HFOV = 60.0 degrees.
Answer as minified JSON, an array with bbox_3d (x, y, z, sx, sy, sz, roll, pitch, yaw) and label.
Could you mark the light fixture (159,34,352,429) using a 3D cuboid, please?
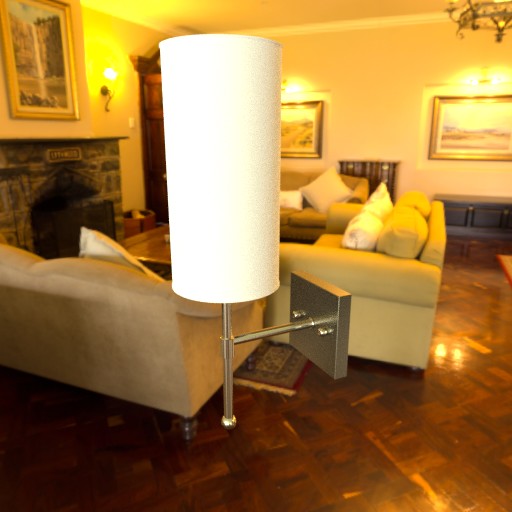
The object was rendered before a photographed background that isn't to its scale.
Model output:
[{"bbox_3d":[0.000,0.000,0.541,0.208,0.462,0.128,-8,17,-26],"label":"light fixture"}]
